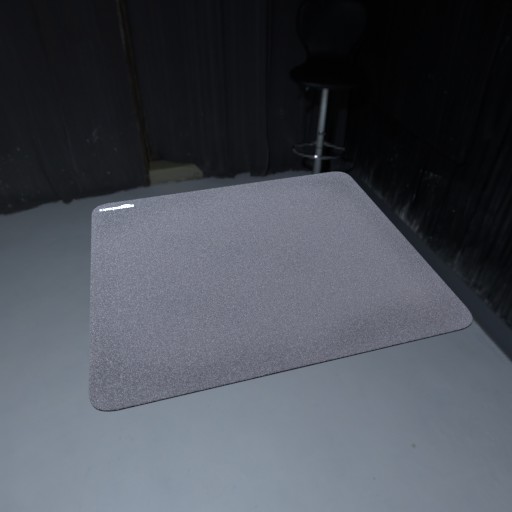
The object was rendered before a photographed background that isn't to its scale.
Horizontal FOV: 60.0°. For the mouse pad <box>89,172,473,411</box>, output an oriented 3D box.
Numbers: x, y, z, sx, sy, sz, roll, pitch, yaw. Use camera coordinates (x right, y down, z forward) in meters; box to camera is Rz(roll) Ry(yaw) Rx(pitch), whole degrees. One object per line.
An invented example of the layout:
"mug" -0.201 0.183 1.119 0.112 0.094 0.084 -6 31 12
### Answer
"mouse pad" 0.000 0.000 0.628 0.451 0.002 0.393 -10 41 -12
